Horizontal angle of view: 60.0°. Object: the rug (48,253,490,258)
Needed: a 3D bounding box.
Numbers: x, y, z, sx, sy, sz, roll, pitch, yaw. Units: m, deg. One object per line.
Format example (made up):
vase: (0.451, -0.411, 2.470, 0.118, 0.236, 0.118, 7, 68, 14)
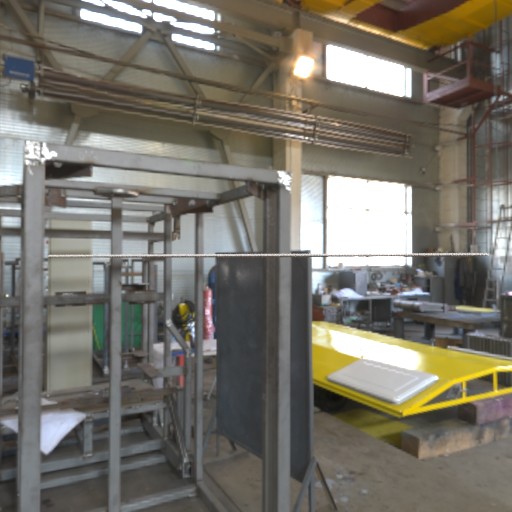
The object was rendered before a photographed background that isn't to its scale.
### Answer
rug: (0.000, 0.000, 2.030, 1.824, 0.009, 0.562, 0, -1, 17)
